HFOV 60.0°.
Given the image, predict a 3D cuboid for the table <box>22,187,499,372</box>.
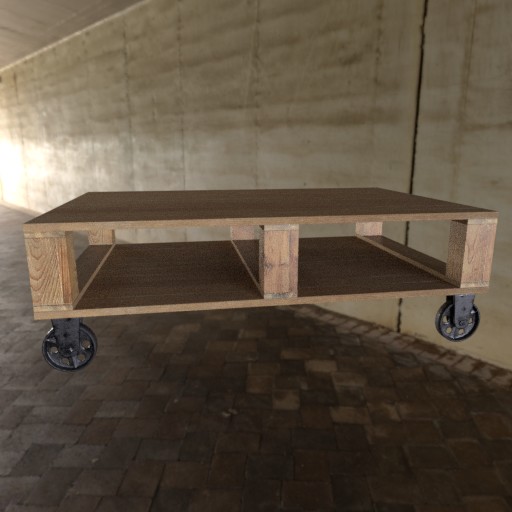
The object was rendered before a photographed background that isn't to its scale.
[{"bbox_3d":[0.000,0.000,1.634,1.299,0.413,0.827,-2,14,-9],"label":"table"}]
